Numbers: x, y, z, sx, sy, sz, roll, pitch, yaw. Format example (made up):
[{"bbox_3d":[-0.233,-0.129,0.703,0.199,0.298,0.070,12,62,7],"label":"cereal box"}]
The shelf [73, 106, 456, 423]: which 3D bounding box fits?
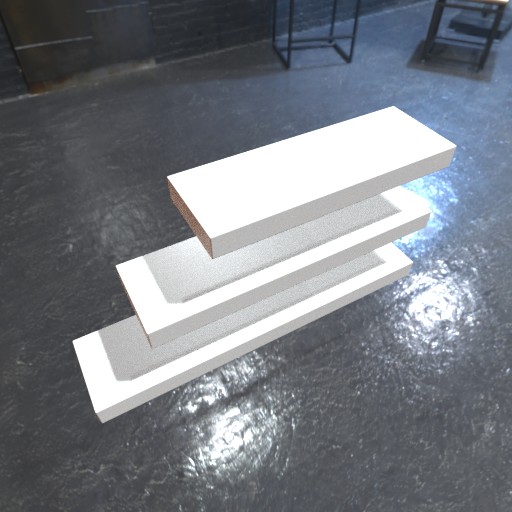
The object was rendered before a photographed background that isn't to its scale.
[{"bbox_3d":[0.000,0.000,0.707,0.610,0.293,0.140,-22,50,-20],"label":"shelf"}]
